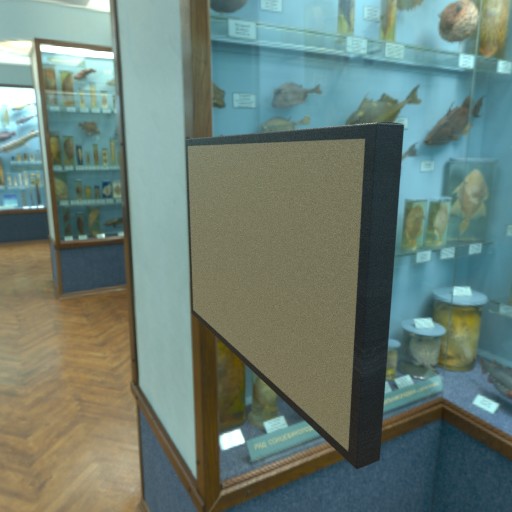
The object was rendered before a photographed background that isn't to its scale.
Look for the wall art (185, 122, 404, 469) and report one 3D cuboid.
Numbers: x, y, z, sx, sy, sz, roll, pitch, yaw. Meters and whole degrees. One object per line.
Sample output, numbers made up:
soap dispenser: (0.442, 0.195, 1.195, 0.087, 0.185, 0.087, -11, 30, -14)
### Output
wall art: (0.000, 0.000, 0.766, 0.038, 0.409, 0.610, -7, 15, -26)
